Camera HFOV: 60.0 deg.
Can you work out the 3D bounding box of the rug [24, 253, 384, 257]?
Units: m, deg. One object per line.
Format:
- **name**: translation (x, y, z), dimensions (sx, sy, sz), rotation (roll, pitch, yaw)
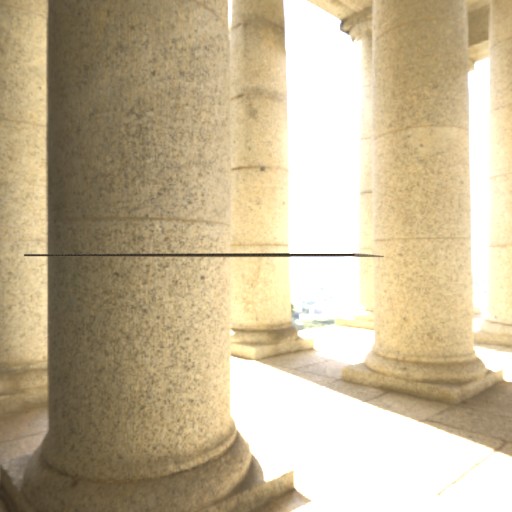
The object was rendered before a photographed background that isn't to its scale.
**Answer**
- **rug**: translation (0.000, 0.000, 2.257), dimensions (1.175, 0.008, 1.783), rotation (0, 0, 19)
